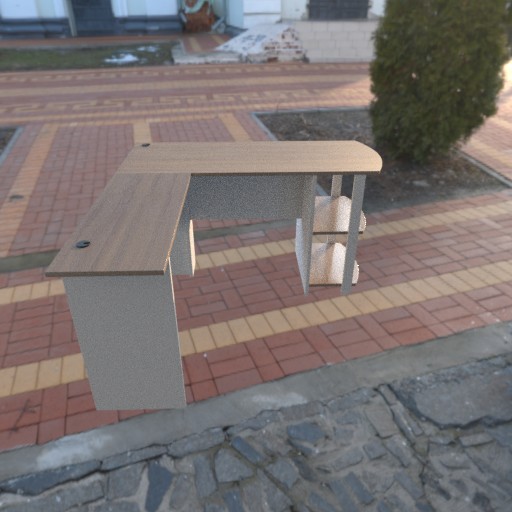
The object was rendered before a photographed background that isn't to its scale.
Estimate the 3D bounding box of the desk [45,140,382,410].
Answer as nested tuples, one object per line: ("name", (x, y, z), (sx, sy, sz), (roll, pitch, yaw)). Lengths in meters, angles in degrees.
("desk", (0.000, 0.000, 2.103), (1.303, 0.716, 1.361), (-1, 30, -2))
